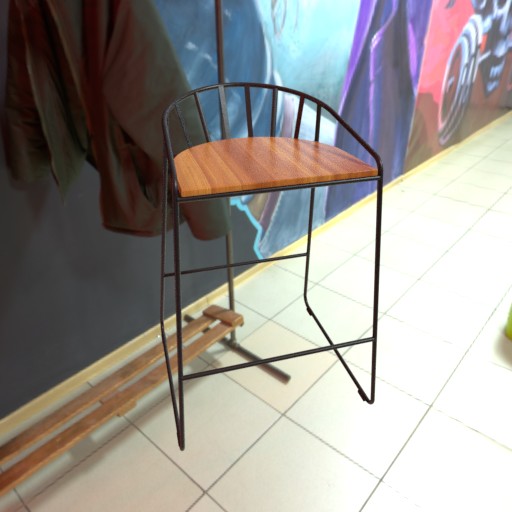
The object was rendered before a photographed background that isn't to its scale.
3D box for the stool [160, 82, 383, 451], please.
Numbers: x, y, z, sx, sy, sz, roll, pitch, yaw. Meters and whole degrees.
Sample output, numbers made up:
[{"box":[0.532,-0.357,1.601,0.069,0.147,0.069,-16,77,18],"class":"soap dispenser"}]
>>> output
[{"box":[0.000,0.000,1.193,0.546,0.812,0.521,-8,32,-14],"class":"stool"}]
